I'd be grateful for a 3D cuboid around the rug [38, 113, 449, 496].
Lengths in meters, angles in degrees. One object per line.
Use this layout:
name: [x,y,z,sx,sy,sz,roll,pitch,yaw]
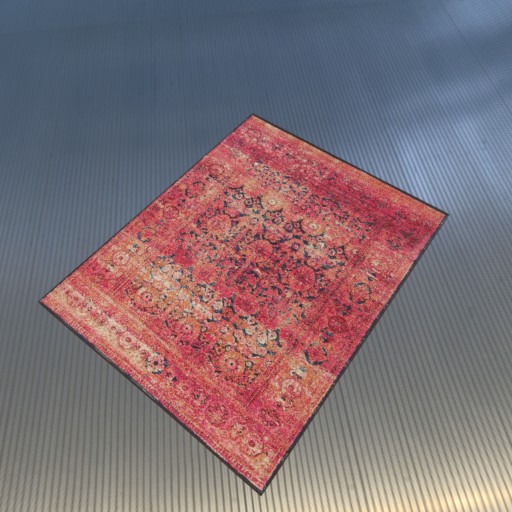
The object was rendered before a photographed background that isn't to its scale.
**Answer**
rug: [0.000,0.000,4.046,2.411,0.020,3.032,33,63,19]
